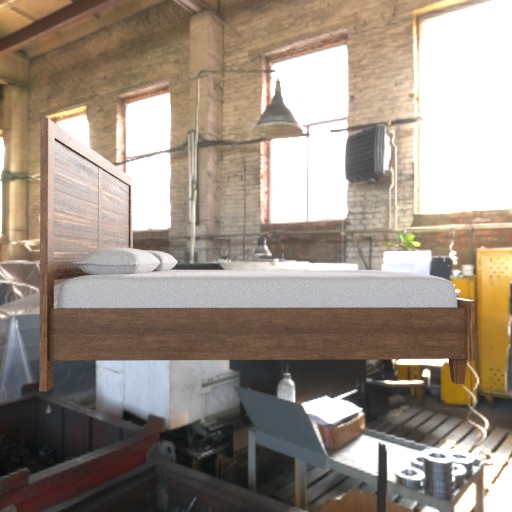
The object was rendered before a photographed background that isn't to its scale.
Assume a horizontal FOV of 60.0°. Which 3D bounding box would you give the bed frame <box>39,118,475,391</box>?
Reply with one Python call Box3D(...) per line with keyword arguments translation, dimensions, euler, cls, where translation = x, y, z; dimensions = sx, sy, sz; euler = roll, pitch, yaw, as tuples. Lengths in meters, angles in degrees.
Box3D(translation=(0.000, 0.000, 3.163), dimensions=(2.276, 1.417, 1.696), euler=(0, -1, -1), cls="bed frame")
